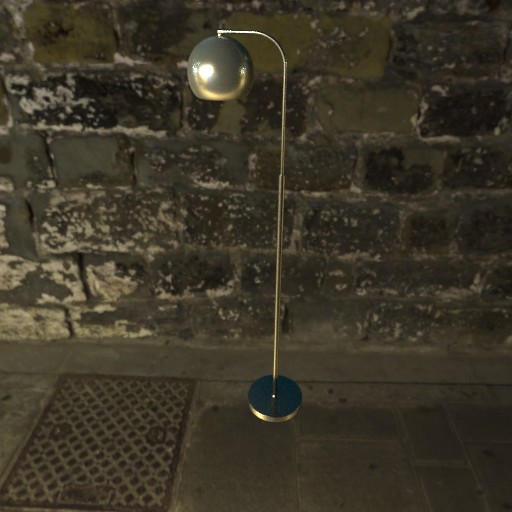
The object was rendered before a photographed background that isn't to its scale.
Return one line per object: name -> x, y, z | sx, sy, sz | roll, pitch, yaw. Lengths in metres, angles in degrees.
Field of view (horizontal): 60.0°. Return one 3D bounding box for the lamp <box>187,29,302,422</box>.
lamp -> 0.000, 0.000, 1.674 | 0.431, 1.526, 0.250 | 9, 32, 14
